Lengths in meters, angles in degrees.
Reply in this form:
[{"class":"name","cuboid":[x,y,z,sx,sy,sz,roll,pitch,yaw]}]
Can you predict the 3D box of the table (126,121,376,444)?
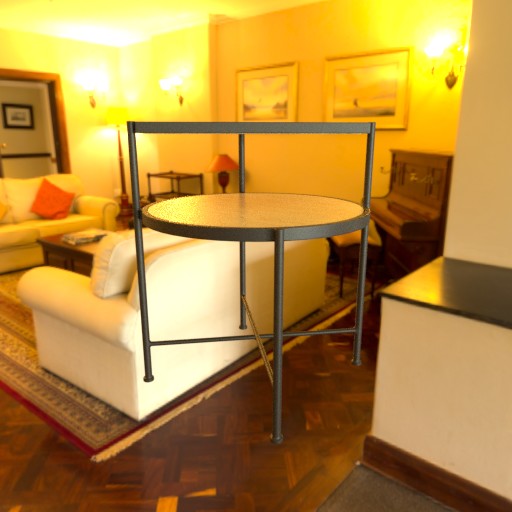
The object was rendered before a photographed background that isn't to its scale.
[{"class":"table","cuboid":[0.000,0.000,1.179,0.629,0.684,0.628,-2,15,-8]}]
